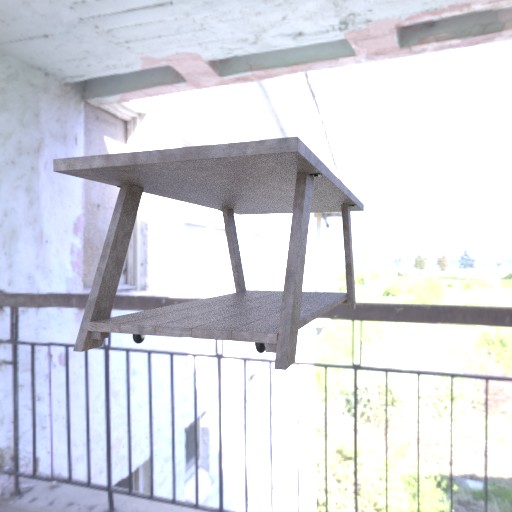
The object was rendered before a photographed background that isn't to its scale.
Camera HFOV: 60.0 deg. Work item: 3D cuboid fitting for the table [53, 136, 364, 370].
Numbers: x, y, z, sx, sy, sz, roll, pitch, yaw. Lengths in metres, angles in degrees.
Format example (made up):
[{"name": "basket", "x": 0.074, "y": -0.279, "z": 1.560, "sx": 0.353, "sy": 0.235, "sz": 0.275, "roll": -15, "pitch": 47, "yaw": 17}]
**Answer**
[{"name": "table", "x": 0.000, "y": 0.000, "z": 1.546, "sx": 0.610, "sy": 0.470, "sz": 1.219, "roll": 0, "pitch": 0, "yaw": 20}]
